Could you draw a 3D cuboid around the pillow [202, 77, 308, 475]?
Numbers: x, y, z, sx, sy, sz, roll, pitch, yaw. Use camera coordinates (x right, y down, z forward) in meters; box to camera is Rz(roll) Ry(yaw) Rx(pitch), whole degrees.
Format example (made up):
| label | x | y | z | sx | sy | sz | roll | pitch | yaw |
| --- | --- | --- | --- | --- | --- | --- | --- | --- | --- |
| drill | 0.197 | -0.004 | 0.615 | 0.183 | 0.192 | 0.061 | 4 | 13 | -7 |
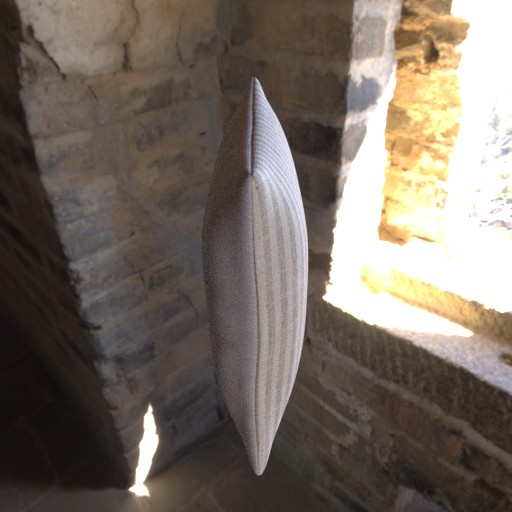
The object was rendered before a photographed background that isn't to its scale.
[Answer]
| label | x | y | z | sx | sy | sz | roll | pitch | yaw |
| --- | --- | --- | --- | --- | --- | --- | --- | --- | --- |
| pillow | 0.000 | 0.000 | 0.791 | 0.166 | 0.510 | 0.523 | 0 | 32 | 0 |
